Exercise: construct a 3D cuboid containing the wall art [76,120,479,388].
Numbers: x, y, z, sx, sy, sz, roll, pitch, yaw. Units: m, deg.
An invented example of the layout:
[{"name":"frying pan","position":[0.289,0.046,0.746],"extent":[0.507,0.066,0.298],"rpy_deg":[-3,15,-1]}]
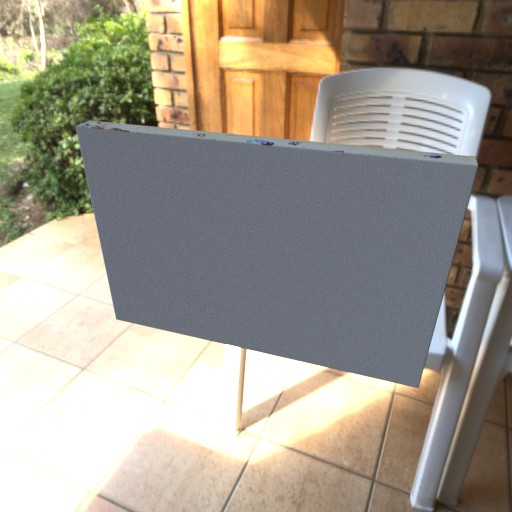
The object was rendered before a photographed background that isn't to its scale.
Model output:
[{"name":"wall art","position":[0.000,0.000,1.122],"extent":[0.894,0.595,0.057],"rpy_deg":[10,32,15]}]
